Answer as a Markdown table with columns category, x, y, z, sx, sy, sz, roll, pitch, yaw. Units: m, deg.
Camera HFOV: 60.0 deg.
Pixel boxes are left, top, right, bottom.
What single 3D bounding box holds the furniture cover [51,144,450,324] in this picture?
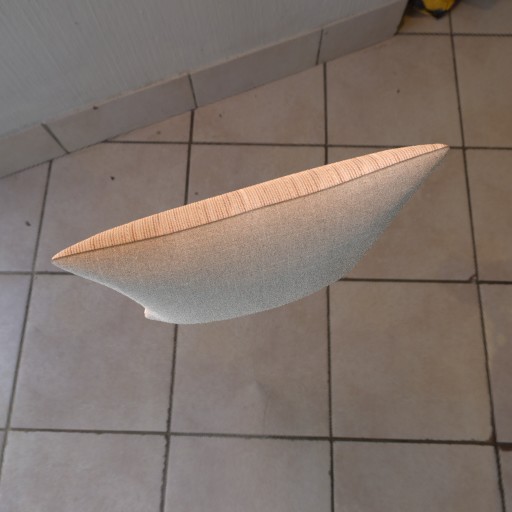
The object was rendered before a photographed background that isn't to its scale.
| category | x | y | z | sx | sy | sz | roll | pitch | yaw |
| --- | --- | --- | --- | --- | --- | --- | --- | --- | --- |
| furniture cover | 0.000 | 0.000 | 0.774 | 0.512 | 0.506 | 0.178 | -16 | 75 | -5 |
